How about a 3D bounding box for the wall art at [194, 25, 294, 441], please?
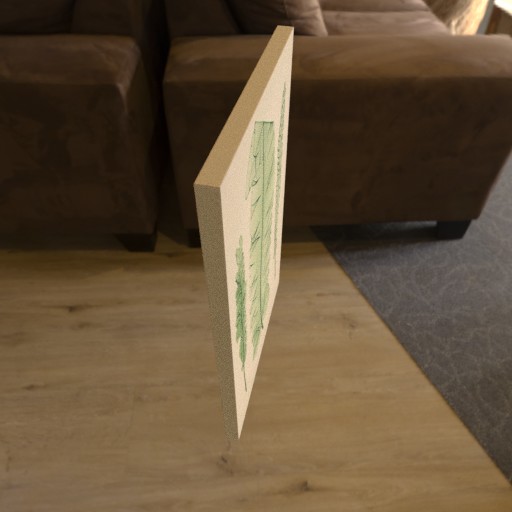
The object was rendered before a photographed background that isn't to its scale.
[{"bbox_3d":[0.000,0.000,1.152,0.038,0.914,0.610,10,47,9],"label":"wall art"}]
